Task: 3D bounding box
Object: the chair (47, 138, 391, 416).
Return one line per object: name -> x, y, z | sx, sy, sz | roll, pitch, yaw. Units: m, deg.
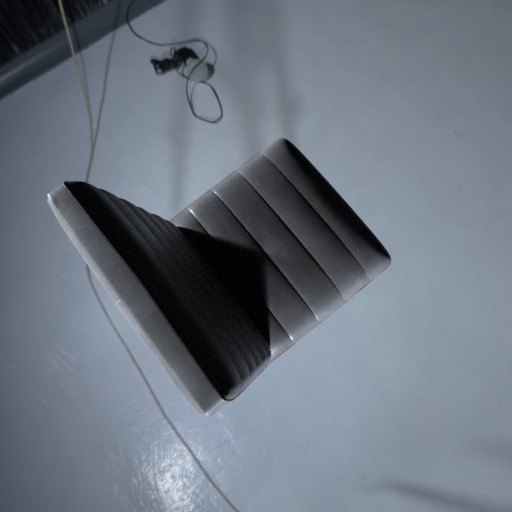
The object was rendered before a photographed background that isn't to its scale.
chair -> 0.000, 0.000, 1.259 | 0.634, 0.930, 0.520 | -37, 79, -8
